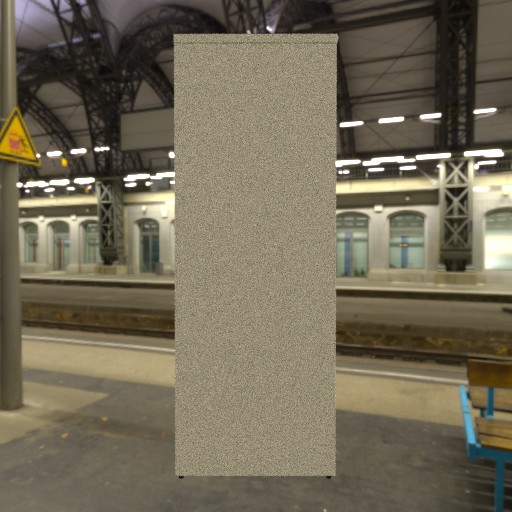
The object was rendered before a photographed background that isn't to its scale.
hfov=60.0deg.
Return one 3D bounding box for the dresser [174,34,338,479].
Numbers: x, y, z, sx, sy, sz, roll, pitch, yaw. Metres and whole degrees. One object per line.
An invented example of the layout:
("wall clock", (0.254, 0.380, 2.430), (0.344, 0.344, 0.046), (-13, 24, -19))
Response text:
("dresser", (0.000, 0.000, 1.433), (0.380, 1.040, 0.800), (0, 1, 0))
